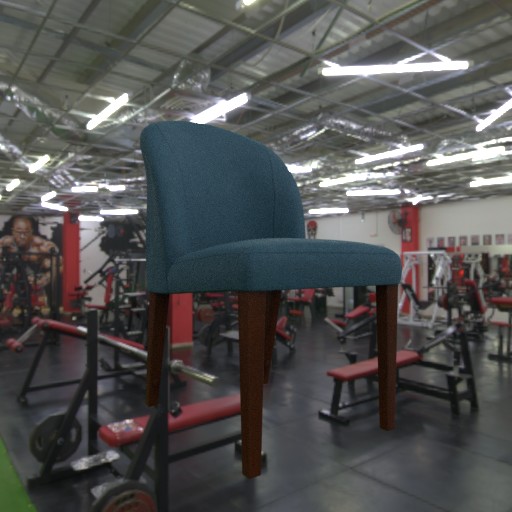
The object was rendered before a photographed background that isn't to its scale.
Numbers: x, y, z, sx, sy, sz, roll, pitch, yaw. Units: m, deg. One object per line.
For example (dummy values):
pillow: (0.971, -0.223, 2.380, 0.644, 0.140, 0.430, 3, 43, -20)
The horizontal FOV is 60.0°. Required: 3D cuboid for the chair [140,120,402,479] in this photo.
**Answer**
chair: (0.000, 0.000, 1.222, 0.507, 0.879, 0.620, 0, -1, -35)
